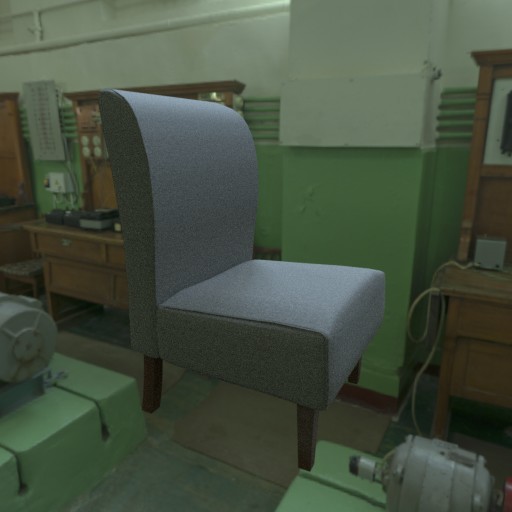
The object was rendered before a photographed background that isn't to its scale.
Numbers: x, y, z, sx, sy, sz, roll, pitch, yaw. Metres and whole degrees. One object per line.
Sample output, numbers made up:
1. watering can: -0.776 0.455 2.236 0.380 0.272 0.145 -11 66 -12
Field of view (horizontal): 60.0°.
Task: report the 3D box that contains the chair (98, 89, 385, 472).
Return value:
1. chair: 0.000 0.000 1.146 0.592 0.804 0.513 7 16 26
